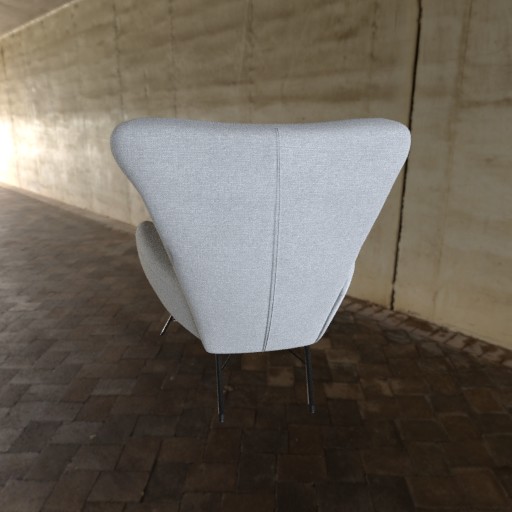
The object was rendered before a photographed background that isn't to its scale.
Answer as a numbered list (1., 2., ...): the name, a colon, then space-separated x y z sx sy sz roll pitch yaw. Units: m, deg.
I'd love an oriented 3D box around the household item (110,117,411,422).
1. household item: 0.000 0.000 1.775 0.980 1.050 0.900 -3 17 -10
